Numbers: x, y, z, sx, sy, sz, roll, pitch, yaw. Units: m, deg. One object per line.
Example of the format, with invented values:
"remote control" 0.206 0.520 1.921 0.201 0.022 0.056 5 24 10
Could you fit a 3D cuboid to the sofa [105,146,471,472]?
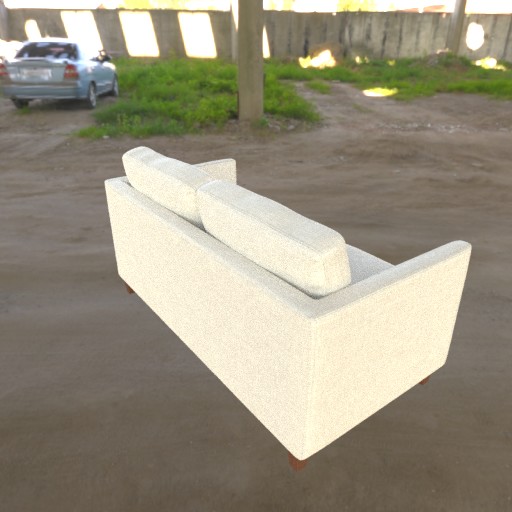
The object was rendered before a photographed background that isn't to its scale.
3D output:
"sofa" 0.000 0.000 2.369 0.950 0.963 1.838 -18 32 -32
